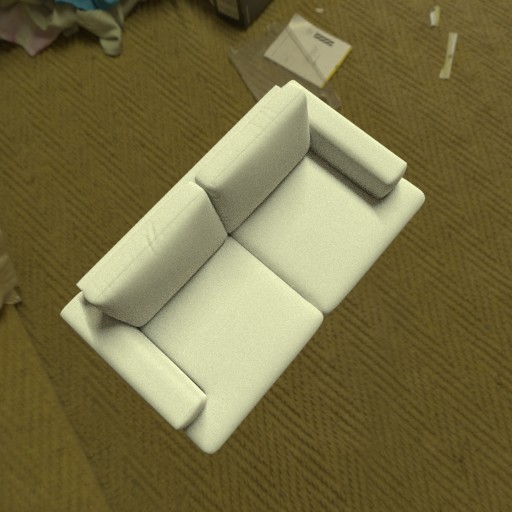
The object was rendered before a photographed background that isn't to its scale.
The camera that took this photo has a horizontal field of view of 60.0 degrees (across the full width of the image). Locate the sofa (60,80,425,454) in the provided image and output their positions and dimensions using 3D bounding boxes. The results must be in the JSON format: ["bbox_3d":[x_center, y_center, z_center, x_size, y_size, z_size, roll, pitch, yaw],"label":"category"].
[{"bbox_3d":[0.000,0.000,2.160,0.915,0.810,1.651,40,79,10],"label":"sofa"}]
